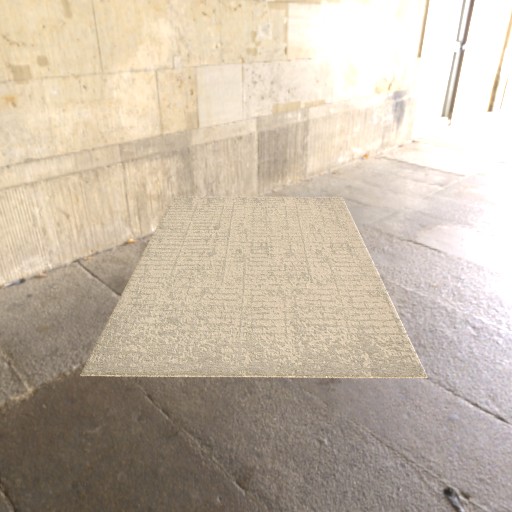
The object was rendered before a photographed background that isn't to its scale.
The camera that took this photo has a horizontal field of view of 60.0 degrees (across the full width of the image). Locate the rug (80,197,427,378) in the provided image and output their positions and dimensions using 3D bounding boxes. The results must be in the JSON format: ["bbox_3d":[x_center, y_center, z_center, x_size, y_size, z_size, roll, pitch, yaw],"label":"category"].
[{"bbox_3d":[0.000,0.000,2.353,1.211,0.007,1.827,0,27,1],"label":"rug"}]
